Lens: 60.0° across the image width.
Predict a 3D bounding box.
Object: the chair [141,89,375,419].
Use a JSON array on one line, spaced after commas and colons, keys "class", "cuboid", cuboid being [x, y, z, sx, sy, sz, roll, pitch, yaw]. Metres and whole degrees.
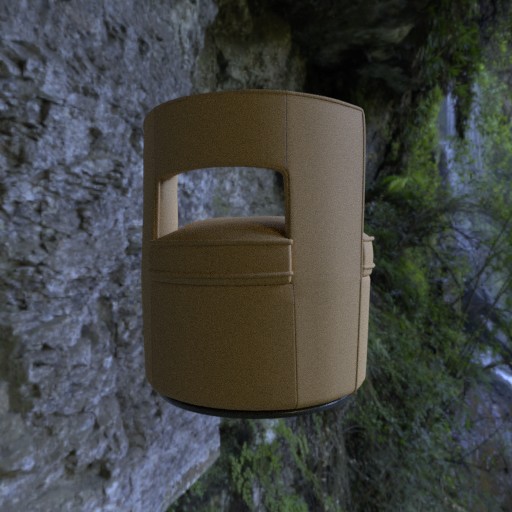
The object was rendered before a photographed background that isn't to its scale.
[{"class": "chair", "cuboid": [0.000, 0.000, 1.256, 0.650, 0.723, 0.665, 0, 1, 19]}]
